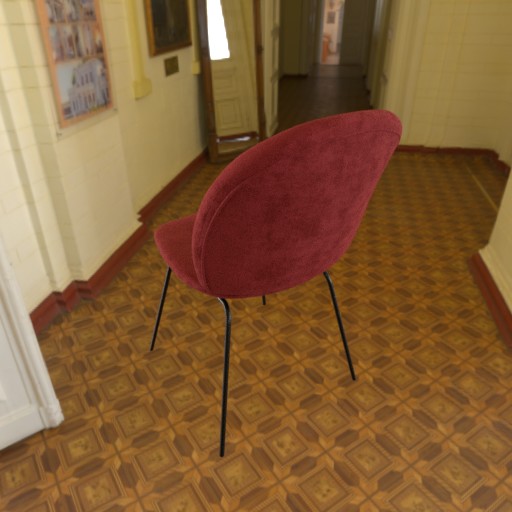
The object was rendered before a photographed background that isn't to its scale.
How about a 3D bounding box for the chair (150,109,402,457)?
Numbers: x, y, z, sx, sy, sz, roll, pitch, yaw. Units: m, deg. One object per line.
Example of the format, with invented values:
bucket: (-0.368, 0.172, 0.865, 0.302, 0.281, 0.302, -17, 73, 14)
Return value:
chair: (0.000, 0.000, 1.113, 0.458, 0.791, 0.587, -18, 34, -29)
